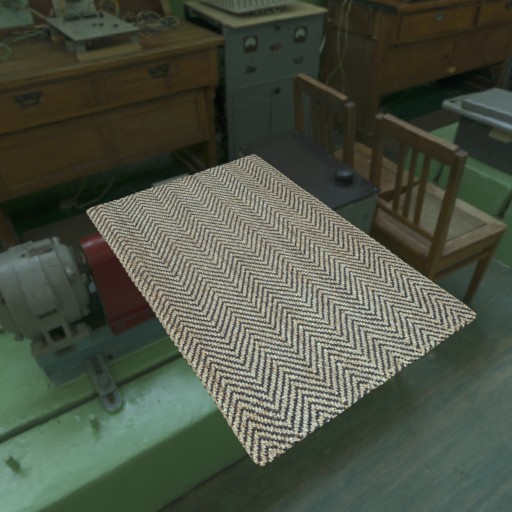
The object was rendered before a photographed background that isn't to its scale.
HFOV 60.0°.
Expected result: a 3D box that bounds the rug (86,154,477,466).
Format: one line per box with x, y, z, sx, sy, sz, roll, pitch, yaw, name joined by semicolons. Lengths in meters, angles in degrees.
0.000;0.000;2.324;1.219;0.008;1.828;-24;47;-25;rug
